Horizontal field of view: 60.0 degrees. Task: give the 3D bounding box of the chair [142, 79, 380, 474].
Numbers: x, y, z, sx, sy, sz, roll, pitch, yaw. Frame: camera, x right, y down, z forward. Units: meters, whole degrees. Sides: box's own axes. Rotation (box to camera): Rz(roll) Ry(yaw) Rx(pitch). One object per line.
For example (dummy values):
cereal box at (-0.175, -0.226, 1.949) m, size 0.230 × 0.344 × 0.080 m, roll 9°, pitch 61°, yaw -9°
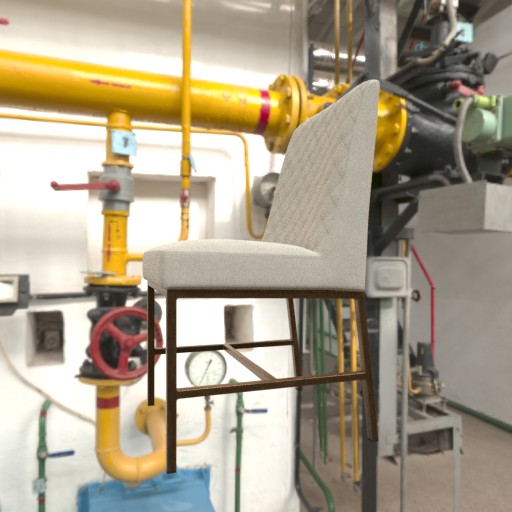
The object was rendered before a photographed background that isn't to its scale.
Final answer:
chair at (0.000, 0.000, 1.263) m, size 0.597 × 0.933 × 0.503 m, roll 0°, pitch 0°, yaw -19°
